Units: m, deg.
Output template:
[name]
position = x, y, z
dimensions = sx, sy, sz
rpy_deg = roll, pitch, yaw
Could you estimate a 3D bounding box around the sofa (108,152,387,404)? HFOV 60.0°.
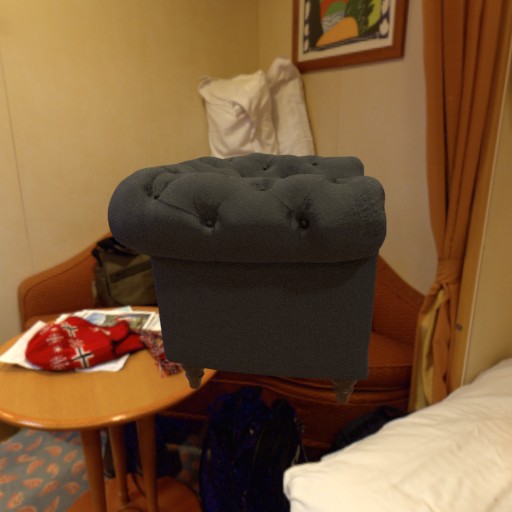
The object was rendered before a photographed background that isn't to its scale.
[sofa]
position = 0.000, 0.000, 2.054
dimensions = 1.032, 0.878, 1.405
rpy_deg = 3, 16, 9
